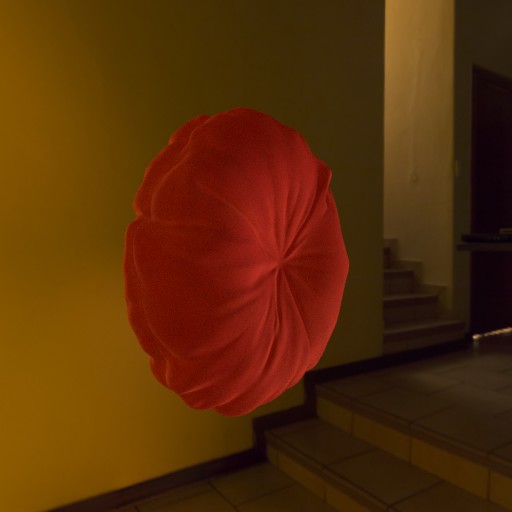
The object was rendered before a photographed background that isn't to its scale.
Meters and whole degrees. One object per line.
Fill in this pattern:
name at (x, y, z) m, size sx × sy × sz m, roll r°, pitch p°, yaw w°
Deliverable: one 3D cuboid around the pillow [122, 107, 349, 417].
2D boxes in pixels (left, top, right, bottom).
pillow at (0.000, 0.000, 0.638) m, size 0.148 × 0.407 × 0.428 m, roll 1°, pitch 2°, yaw 37°
